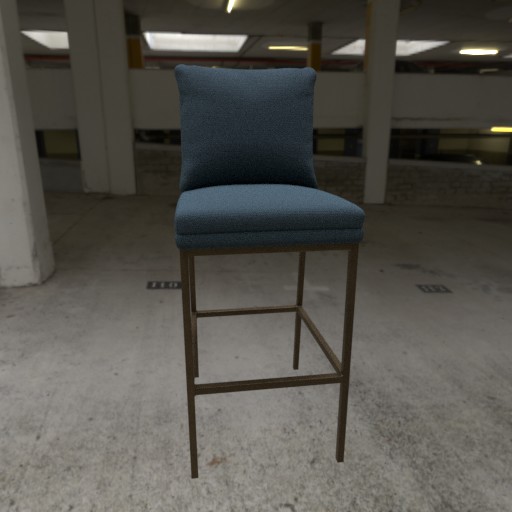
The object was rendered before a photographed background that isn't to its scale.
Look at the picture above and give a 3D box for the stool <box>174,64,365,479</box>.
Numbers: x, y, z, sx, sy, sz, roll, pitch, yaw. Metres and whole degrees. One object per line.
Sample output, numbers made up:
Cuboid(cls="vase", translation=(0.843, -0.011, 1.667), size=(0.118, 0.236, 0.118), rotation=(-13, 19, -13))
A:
Cuboid(cls="stool", translation=(0.000, 0.000, 1.364), size=(0.463, 1.124, 0.568), rotation=(-2, 17, -8))
